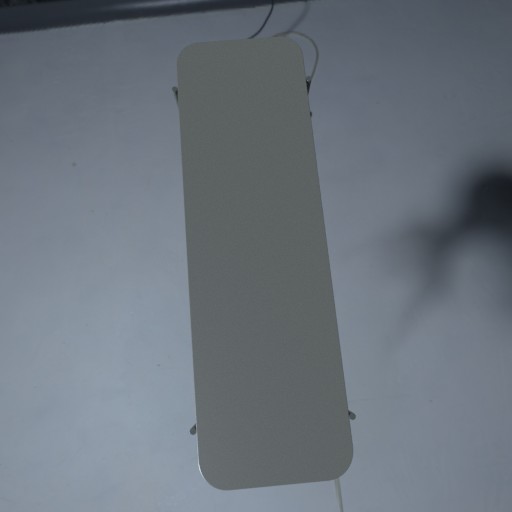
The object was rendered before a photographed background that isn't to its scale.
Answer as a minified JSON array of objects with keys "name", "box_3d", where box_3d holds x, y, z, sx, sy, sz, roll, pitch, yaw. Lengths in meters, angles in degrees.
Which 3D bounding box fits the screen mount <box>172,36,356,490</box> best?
[{"name":"screen mount","box_3d":[0.000,0.000,1.380,0.400,0.447,1.200,-5,77,-1]}]
